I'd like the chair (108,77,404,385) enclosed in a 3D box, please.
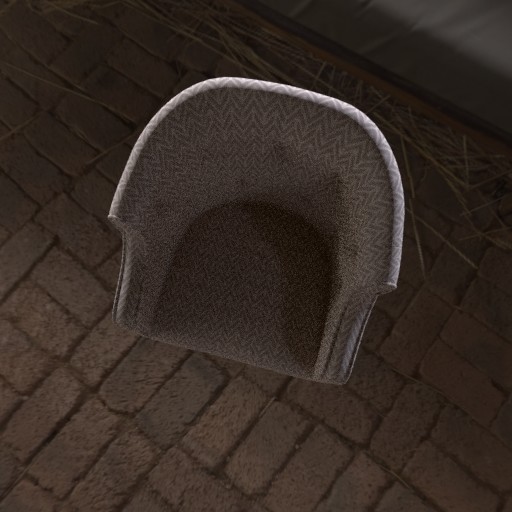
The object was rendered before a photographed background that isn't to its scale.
[{"bbox_3d":[0.000,0.000,1.305,0.686,0.858,0.613,14,76,4],"label":"chair"}]
